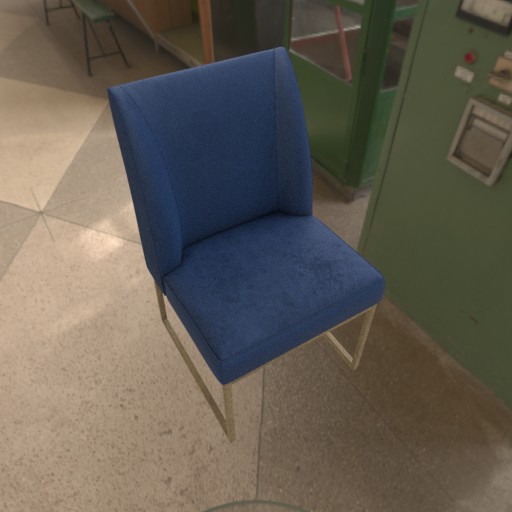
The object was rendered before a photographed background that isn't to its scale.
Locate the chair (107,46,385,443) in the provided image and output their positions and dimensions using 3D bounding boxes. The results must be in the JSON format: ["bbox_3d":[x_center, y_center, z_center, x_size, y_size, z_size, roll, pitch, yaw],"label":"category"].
[{"bbox_3d":[0.000,0.000,1.207,0.508,0.863,0.522,-23,50,-21],"label":"chair"}]
